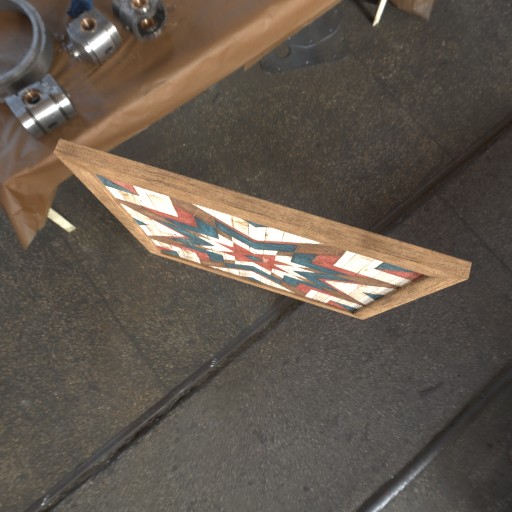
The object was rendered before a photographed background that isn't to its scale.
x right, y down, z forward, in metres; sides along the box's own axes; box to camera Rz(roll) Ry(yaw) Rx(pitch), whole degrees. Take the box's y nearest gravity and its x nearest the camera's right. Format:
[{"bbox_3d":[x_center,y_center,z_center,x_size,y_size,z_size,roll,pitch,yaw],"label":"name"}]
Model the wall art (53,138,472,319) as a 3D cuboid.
[{"bbox_3d":[0.000,0.000,1.046,0.695,0.691,0.029,17,77,4],"label":"wall art"}]
